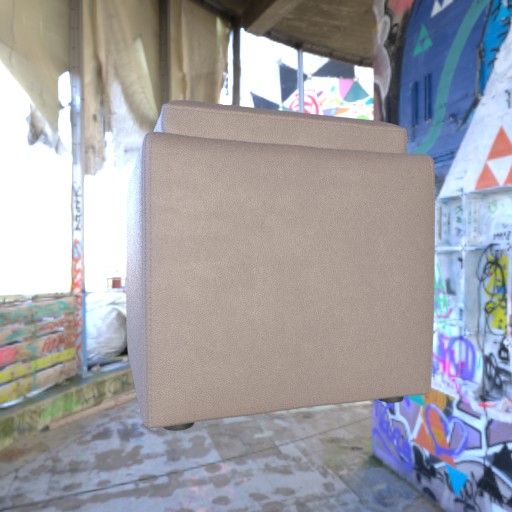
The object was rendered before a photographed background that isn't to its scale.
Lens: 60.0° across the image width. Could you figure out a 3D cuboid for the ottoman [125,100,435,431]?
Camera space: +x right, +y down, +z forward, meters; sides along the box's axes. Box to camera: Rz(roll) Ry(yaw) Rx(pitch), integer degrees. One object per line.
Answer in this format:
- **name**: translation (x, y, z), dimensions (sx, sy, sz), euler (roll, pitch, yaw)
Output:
- **ottoman**: translation (0.000, 0.000, 0.819), dimensions (0.451, 0.460, 0.450), euler (0, 1, -19)
